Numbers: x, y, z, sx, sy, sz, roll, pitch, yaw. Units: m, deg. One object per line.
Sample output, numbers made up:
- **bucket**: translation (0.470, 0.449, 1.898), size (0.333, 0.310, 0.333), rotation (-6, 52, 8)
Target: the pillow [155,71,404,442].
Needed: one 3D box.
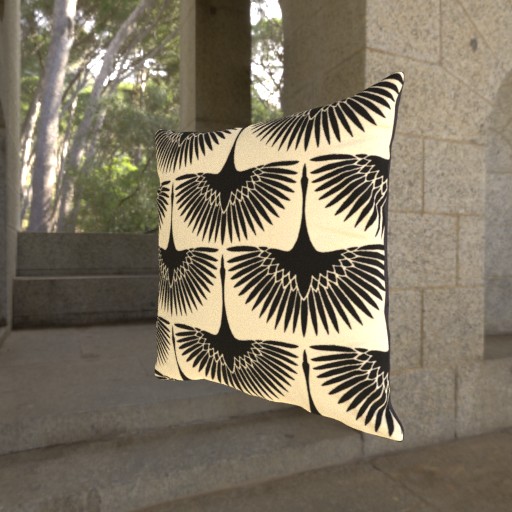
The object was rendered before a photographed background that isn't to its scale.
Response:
- **pillow**: translation (0.000, 0.000, 0.645), size (0.432, 0.432, 0.139), rotation (1, 1, 37)
